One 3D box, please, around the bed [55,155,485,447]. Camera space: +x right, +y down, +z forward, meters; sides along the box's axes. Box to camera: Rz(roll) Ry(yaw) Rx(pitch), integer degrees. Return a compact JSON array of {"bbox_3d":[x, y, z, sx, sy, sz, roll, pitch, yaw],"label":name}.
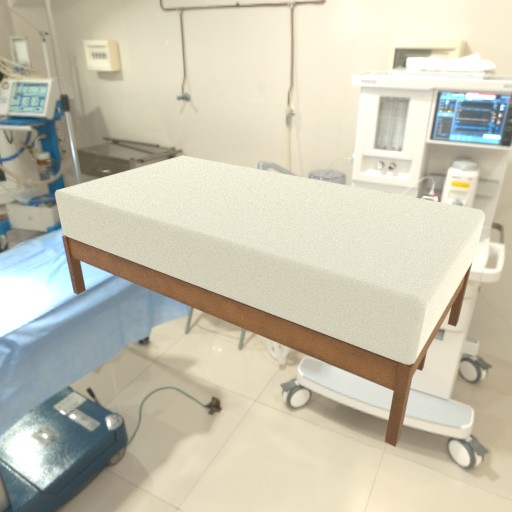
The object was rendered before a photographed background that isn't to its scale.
[{"bbox_3d":[0.000,0.000,2.292,1.902,0.616,0.961,17,31,31],"label":"bed"}]
